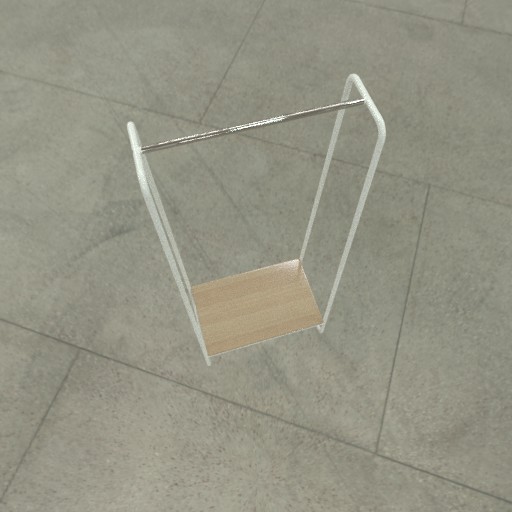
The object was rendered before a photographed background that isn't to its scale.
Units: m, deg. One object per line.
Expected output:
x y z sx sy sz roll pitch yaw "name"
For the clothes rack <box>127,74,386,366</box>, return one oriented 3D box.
0.000 0.000 1.797 0.640 1.500 0.400 -15 64 -7 "clothes rack"
